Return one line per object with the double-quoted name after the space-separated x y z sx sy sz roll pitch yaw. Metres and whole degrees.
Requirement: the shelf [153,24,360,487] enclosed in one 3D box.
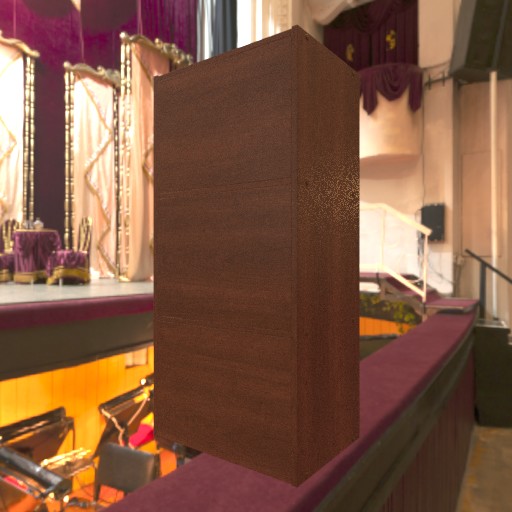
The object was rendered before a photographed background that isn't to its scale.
0.000 0.000 1.080 0.414 0.879 0.290 0 0 37 "shelf"
